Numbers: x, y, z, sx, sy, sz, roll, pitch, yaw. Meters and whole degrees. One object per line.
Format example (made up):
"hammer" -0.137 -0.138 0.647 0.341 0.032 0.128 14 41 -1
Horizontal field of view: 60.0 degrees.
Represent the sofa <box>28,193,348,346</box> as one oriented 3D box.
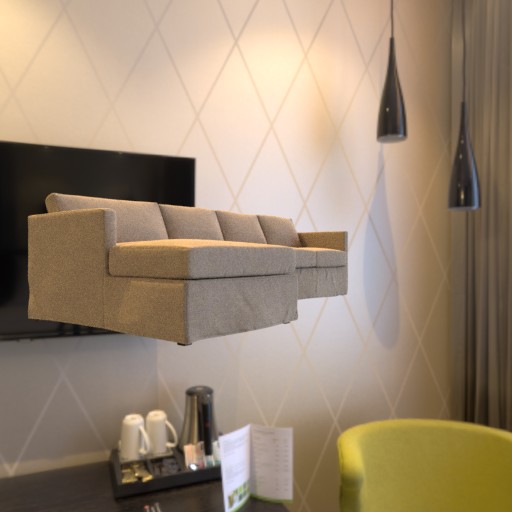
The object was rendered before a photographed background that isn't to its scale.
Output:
"sofa" 0.000 0.000 3.856 1.638 0.920 3.198 0 0 38
